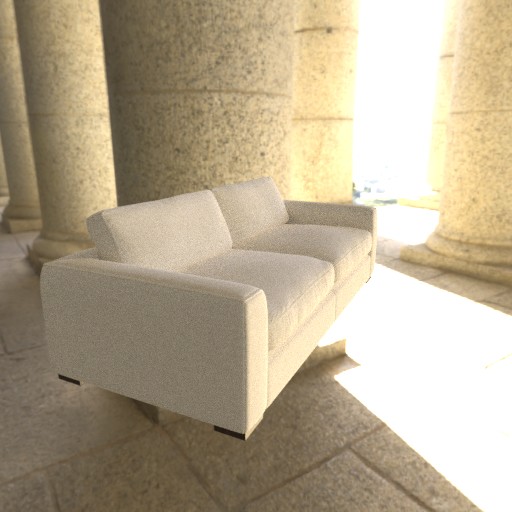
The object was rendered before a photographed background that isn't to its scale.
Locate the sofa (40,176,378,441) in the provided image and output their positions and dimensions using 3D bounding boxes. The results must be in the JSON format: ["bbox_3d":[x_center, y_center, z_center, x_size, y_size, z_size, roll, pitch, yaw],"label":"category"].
[{"bbox_3d":[0.000,0.000,2.732,1.070,0.801,2.262,7,17,25],"label":"sofa"}]
